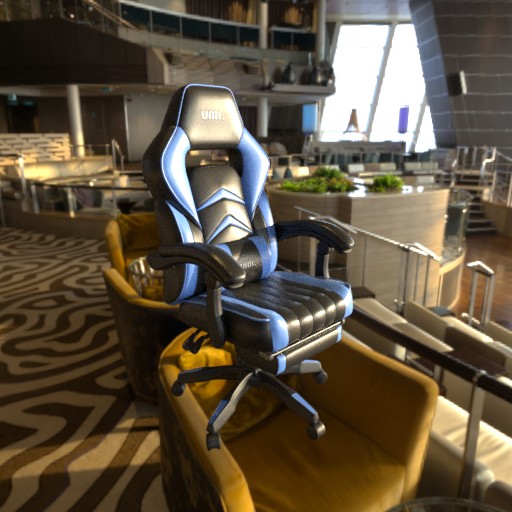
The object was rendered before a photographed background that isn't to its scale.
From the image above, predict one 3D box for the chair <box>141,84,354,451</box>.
[{"bbox_3d":[0.000,0.000,1.717,0.700,1.280,0.700,-15,21,-43],"label":"chair"}]
